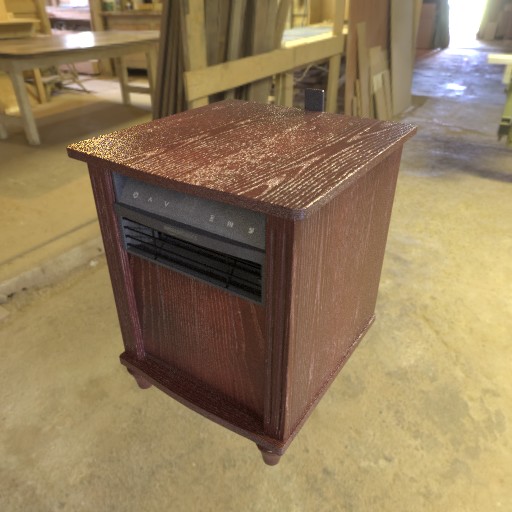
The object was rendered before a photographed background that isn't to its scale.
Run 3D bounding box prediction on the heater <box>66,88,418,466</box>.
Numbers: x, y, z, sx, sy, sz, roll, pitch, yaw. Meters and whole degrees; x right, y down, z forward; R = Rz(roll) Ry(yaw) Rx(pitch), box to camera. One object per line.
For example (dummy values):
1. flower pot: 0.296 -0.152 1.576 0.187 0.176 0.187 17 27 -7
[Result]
1. heater: 0.000 0.000 0.747 0.362 0.481 0.400 19 36 28
